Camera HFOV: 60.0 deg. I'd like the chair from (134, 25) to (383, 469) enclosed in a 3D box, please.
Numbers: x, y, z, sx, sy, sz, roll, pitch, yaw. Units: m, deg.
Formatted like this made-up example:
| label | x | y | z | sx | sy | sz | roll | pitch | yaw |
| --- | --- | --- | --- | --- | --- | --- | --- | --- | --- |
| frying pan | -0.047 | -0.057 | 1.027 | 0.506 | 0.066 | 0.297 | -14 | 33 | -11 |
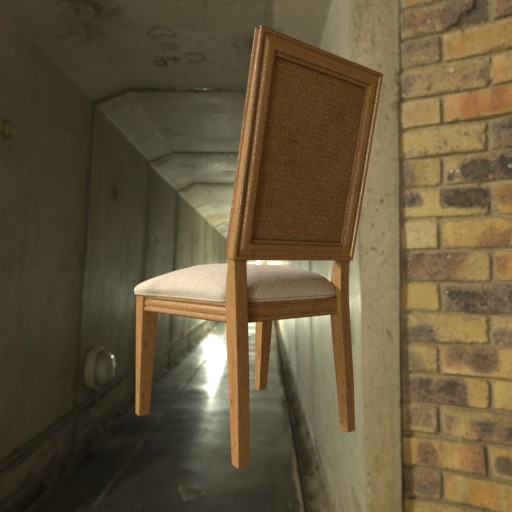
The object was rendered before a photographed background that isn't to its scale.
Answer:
| label | x | y | z | sx | sy | sz | roll | pitch | yaw |
| --- | --- | --- | --- | --- | --- | --- | --- | --- | --- |
| chair | 0.000 | 0.000 | 1.307 | 0.536 | 0.988 | 0.601 | 1 | -1 | -36 |
